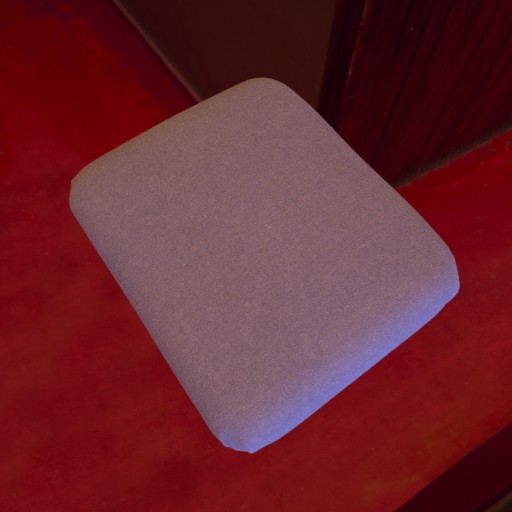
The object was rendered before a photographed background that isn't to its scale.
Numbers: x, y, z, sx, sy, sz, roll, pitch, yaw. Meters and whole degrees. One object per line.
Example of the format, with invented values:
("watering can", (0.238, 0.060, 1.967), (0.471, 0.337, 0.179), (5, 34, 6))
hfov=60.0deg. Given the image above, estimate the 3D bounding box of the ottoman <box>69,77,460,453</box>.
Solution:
("ottoman", (0.000, 0.000, 1.105), (0.622, 0.450, 0.747), (-33, 69, -14))
